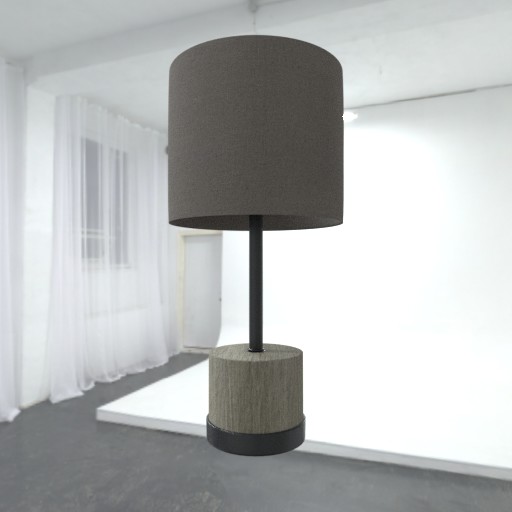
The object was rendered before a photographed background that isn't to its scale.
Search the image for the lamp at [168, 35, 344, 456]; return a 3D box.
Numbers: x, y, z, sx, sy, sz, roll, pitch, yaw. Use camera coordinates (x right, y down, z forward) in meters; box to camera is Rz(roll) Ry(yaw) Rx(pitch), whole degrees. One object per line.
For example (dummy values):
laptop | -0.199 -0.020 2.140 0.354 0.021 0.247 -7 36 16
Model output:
lamp | 0.000 0.000 0.584 0.229 0.470 0.229 0 -1 1
